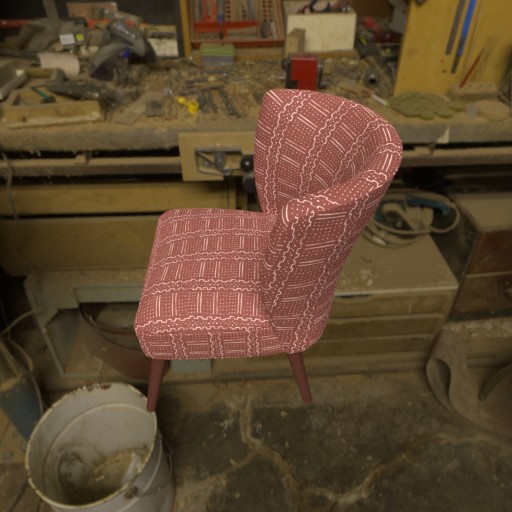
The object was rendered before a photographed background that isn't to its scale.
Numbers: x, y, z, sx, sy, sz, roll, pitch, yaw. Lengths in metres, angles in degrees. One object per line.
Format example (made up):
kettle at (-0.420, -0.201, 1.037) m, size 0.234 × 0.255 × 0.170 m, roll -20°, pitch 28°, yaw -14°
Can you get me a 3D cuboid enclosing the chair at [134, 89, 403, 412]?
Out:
chair at (0.000, 0.000, 1.437) m, size 0.758 × 0.866 × 0.706 m, roll -1°, pitch 41°, yaw -1°
